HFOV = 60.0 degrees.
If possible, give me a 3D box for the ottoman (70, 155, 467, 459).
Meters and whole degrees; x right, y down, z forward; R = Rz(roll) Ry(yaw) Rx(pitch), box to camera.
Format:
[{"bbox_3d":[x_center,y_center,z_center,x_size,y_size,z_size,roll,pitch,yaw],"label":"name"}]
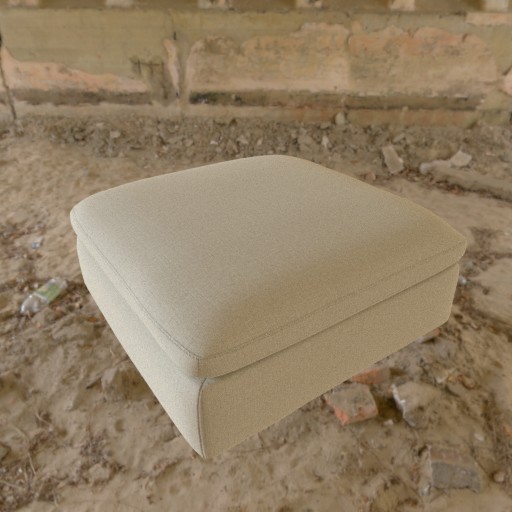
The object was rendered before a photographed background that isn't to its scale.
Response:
[{"bbox_3d":[0.000,0.000,1.517,0.996,0.467,0.977,-19,35,-30],"label":"ottoman"}]
